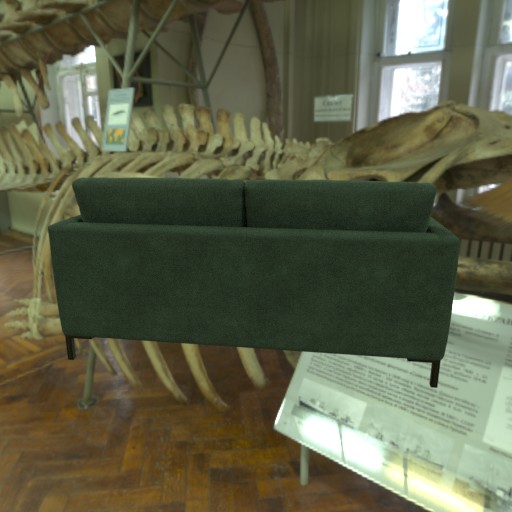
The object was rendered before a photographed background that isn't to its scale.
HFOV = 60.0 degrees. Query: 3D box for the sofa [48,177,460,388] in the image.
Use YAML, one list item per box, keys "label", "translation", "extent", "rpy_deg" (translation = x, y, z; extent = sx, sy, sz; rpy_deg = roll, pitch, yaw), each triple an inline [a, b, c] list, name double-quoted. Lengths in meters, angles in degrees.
- label: "sofa"
  translation: [0.000, 0.000, 2.202]
  extent: [1.676, 0.817, 0.875]
  rpy_deg: [2, 15, 8]
